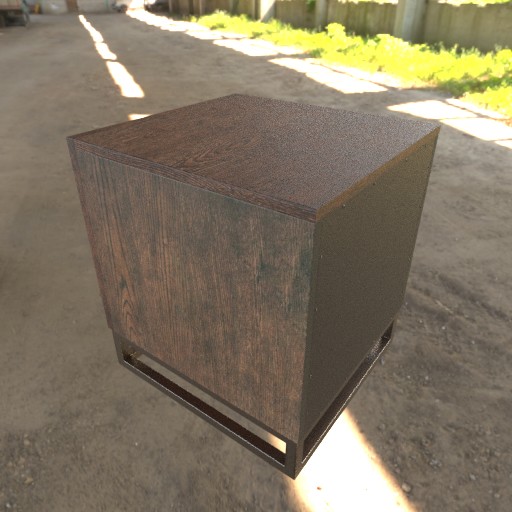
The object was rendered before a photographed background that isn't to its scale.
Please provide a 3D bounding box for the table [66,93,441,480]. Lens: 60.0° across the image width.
[{"bbox_3d":[0.000,0.000,1.023,0.566,0.582,0.506,21,37,31],"label":"table"}]
